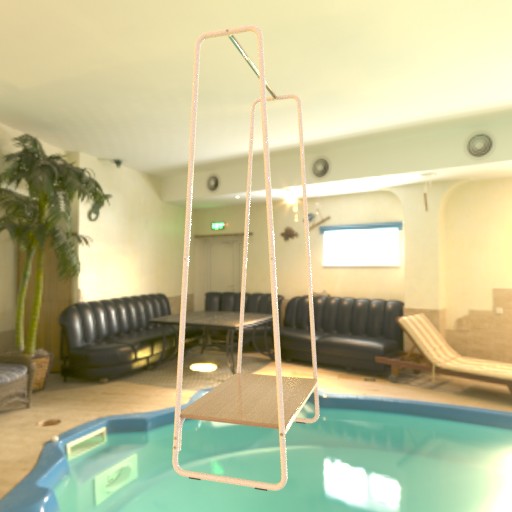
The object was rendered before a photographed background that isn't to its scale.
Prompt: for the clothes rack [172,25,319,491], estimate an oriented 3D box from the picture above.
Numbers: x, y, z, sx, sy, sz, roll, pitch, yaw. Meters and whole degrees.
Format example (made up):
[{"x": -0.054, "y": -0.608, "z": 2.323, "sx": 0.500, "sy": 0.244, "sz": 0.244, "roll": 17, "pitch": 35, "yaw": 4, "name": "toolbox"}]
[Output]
[{"x": 0.000, "y": 0.000, "z": 1.758, "sx": 0.400, "sy": 1.500, "sz": 0.640, "roll": 0, "pitch": -1, "yaw": 17, "name": "clothes rack"}]
